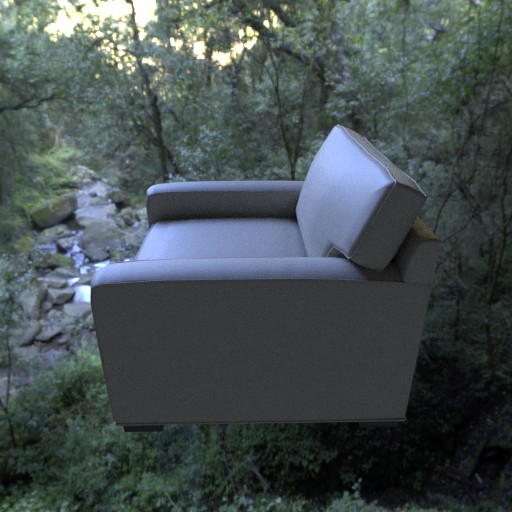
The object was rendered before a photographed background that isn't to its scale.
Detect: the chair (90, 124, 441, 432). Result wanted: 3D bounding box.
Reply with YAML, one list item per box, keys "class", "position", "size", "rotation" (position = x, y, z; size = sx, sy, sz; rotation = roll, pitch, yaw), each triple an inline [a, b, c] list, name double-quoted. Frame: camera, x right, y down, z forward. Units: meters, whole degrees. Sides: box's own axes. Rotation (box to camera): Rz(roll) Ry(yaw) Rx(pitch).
- class: "chair"
  position: [0.000, 0.000, 1.814]
  size: [1.043, 0.913, 0.998]
  rotation: [-1, 27, -1]
